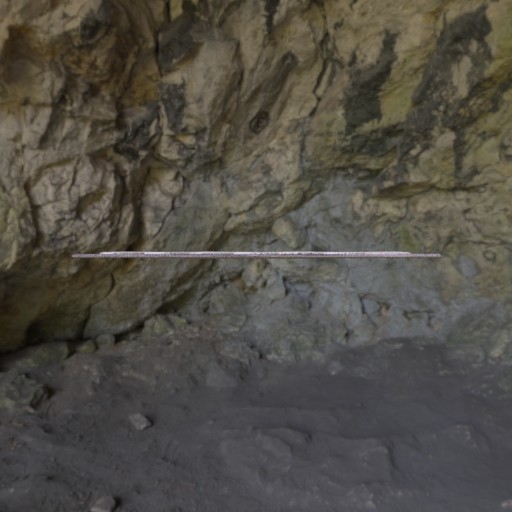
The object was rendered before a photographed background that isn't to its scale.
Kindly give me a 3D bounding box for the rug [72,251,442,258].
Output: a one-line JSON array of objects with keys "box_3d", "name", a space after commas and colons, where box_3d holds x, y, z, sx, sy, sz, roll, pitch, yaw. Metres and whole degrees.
[{"box_3d": [0.000, 0.000, 2.965, 1.513, 0.033, 2.333, 0, 0, 0], "name": "rug"}]
